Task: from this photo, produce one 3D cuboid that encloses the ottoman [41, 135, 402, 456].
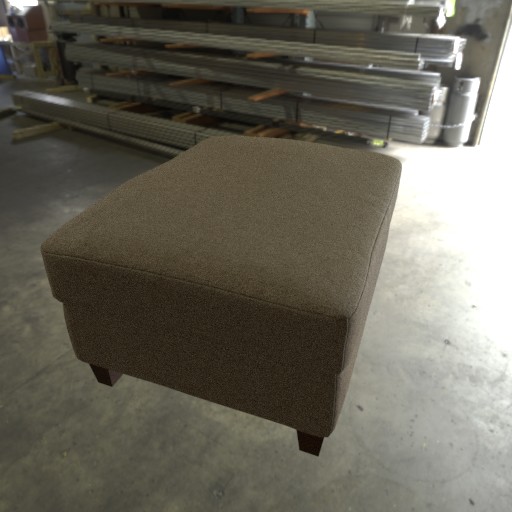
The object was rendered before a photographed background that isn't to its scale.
[{"bbox_3d":[0.000,0.000,1.277,0.692,0.511,0.889,11,33,18],"label":"ottoman"}]
